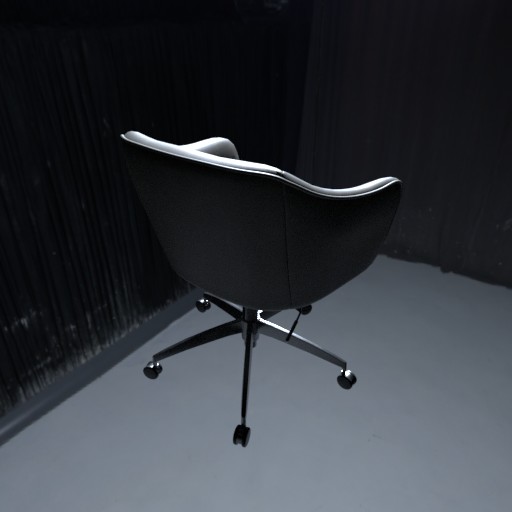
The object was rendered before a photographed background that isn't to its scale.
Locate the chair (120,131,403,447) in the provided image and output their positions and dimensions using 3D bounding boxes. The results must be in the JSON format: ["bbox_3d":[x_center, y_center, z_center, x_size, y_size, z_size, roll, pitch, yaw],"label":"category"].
[{"bbox_3d":[0.000,0.000,1.394,0.713,0.827,0.689,22,37,32],"label":"chair"}]
